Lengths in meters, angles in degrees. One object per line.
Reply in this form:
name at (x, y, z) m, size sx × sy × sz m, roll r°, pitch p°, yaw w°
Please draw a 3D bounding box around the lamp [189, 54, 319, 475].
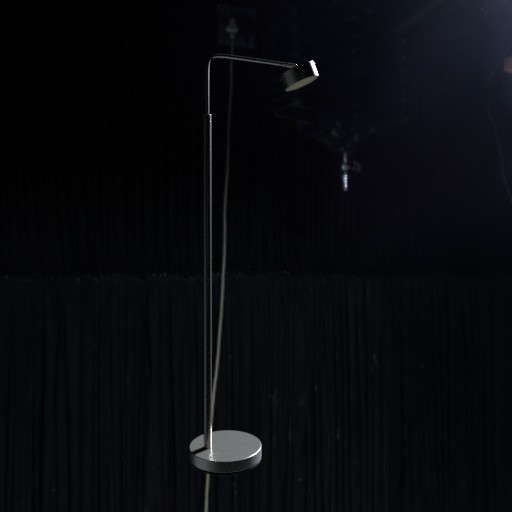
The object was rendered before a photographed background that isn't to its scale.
lamp at (0.000, 0.000, 1.399) m, size 0.421 × 1.250 × 0.222 m, roll 0°, pitch 1°, yaw -19°
